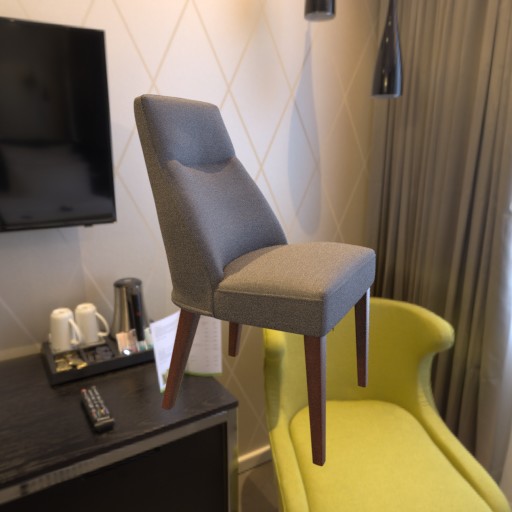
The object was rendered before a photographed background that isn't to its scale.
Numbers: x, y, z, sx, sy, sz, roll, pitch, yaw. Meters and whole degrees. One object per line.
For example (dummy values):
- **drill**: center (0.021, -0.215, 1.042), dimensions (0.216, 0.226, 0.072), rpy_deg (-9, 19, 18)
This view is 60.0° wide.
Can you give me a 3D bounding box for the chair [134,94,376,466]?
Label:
- **chair**: center (0.000, 0.000, 1.339), dimensions (0.620, 0.930, 0.500), rpy_deg (7, 16, 27)
